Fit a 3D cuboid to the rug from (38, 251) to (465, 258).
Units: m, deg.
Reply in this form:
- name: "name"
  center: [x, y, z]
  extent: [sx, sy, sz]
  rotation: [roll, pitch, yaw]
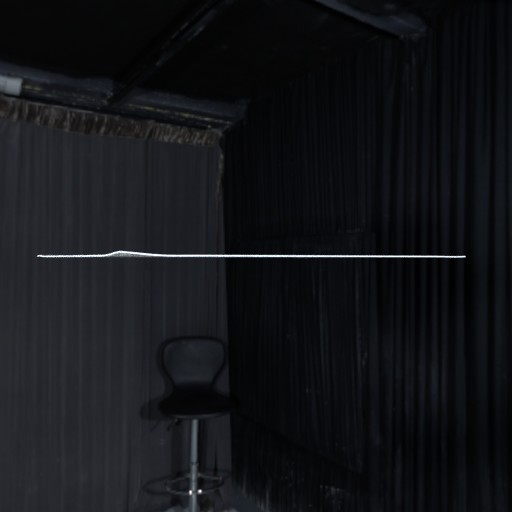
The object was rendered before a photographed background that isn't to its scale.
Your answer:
- name: "rug"
  center: [0.000, 0.000, 2.255]
  extent: [1.828, 0.019, 1.209]
  rotation: [0, 0, -36]
